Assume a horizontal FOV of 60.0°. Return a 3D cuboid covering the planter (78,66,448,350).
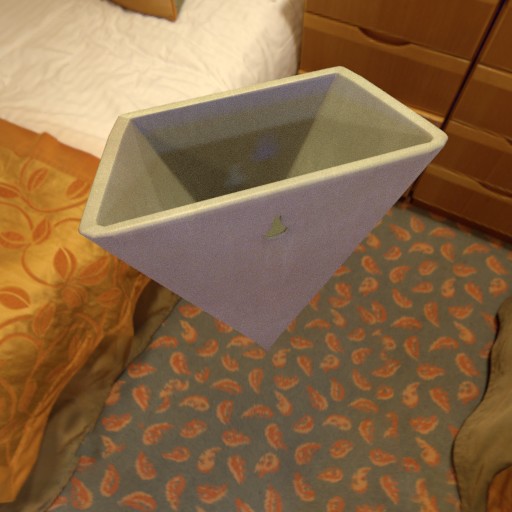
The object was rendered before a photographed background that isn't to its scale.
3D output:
[{"bbox_3d":[0.000,0.000,0.266,0.150,0.197,0.060,-16,61,-9],"label":"planter"}]
